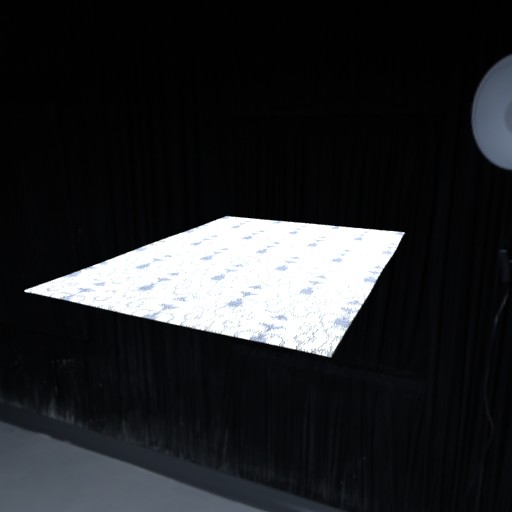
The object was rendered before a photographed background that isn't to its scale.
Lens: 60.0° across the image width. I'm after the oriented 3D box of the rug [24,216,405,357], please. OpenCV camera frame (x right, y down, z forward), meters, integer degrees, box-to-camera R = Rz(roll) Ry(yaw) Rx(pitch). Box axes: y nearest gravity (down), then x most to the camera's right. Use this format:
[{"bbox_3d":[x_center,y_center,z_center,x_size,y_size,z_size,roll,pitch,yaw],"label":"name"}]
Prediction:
[{"bbox_3d":[0.000,0.000,2.993,1.676,0.013,2.261,7,18,24],"label":"rug"}]
